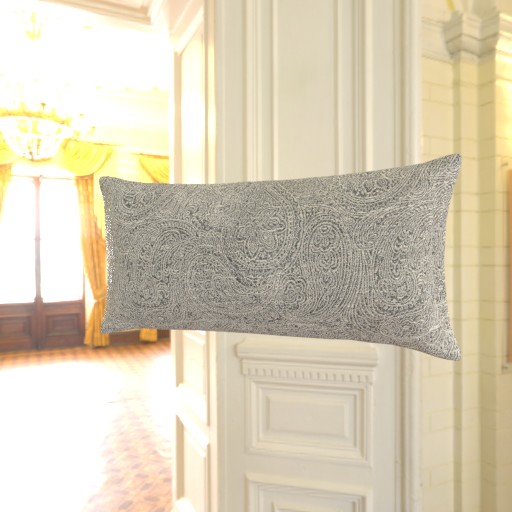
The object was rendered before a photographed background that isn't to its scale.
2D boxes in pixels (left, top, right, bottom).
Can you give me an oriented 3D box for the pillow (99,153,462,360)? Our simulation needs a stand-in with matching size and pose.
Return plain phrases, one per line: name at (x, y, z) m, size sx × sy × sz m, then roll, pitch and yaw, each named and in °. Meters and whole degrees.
pillow at (0.000, 0.000, 0.728) m, size 0.615 × 0.295 × 0.151 m, roll 0°, pitch 0°, yaw 19°
